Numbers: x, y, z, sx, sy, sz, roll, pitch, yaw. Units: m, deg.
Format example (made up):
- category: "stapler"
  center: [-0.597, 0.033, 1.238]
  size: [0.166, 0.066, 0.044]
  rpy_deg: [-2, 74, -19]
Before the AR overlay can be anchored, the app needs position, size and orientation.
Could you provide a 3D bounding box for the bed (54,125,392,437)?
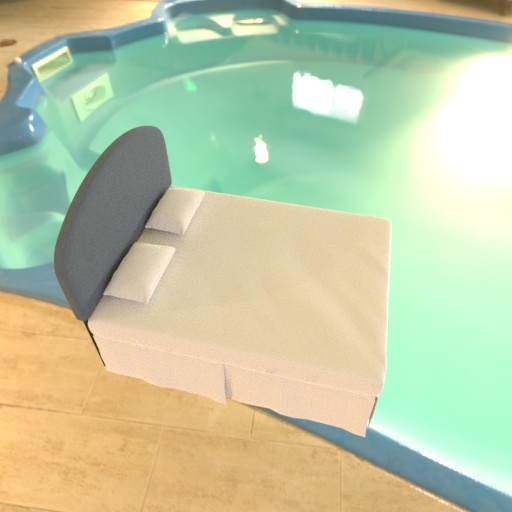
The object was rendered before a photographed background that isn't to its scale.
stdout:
- category: "bed"
  center: [0.000, 0.000, 3.137]
  size: [2.005, 1.410, 1.607]
  rpy_deg: [10, 47, 9]
